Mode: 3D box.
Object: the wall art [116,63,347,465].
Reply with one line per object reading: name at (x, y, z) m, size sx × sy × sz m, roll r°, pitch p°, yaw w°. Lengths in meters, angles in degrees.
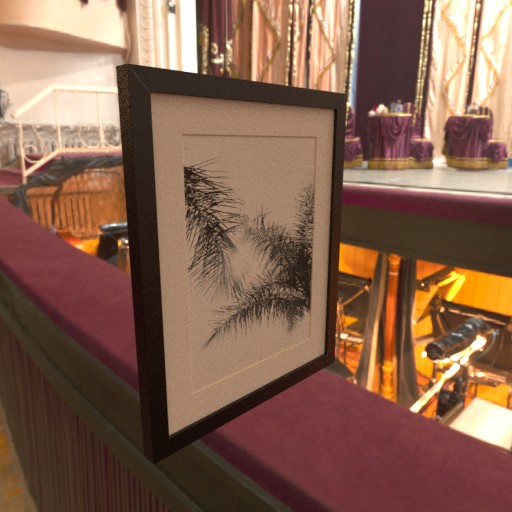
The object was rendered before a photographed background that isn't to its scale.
wall art at (0.000, 0.000, 0.759) m, size 0.457 × 0.557 × 0.028 m, roll -13°, pitch 19°, yaw -43°
